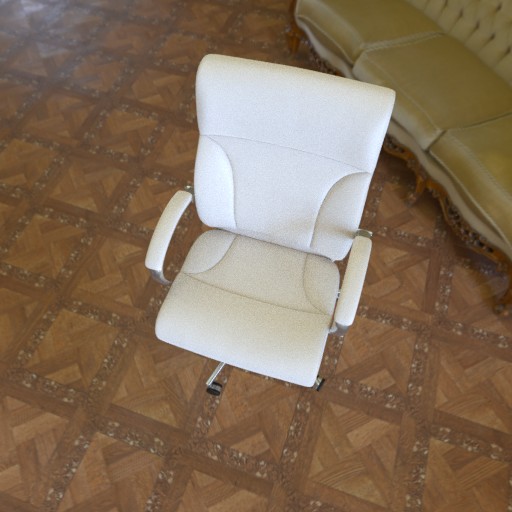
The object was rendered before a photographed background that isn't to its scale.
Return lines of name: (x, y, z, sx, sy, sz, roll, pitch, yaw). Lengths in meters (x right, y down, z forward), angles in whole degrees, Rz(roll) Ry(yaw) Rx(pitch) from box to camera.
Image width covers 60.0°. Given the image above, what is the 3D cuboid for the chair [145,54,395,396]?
chair: (0.000, 0.000, 1.553, 0.727, 1.099, 0.745, 15, 59, 10)
